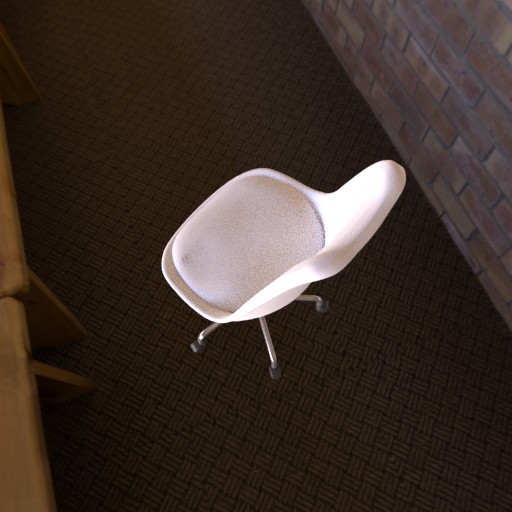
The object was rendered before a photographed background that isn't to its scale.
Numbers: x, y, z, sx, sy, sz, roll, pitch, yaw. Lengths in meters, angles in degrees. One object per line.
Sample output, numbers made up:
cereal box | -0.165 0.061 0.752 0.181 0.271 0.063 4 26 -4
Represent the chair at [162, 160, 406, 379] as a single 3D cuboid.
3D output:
chair | 0.000 0.000 1.281 0.550 0.930 0.550 35 69 16
